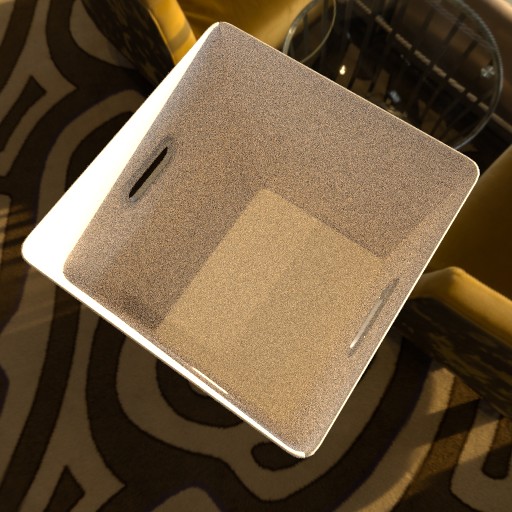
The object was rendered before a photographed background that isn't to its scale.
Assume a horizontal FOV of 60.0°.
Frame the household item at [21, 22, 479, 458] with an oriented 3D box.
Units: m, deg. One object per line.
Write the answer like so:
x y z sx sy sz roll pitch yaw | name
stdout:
0.000 0.000 0.538 0.305 0.305 0.305 33 77 9 | household item
